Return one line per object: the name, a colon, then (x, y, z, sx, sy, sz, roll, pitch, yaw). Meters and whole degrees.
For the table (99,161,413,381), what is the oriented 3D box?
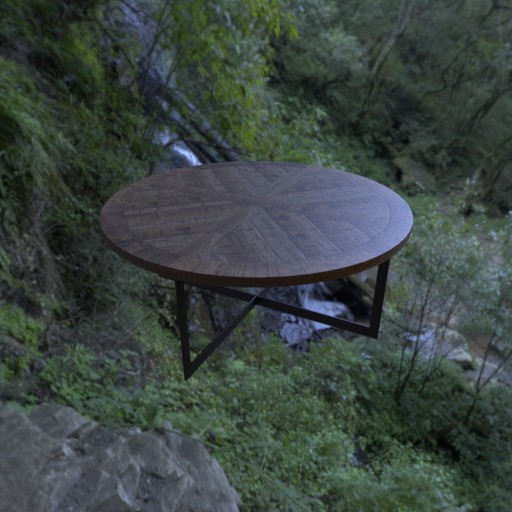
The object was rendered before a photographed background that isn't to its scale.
table: (0.000, 0.000, 1.985, 1.264, 0.516, 1.264, 0, 28, 0)
